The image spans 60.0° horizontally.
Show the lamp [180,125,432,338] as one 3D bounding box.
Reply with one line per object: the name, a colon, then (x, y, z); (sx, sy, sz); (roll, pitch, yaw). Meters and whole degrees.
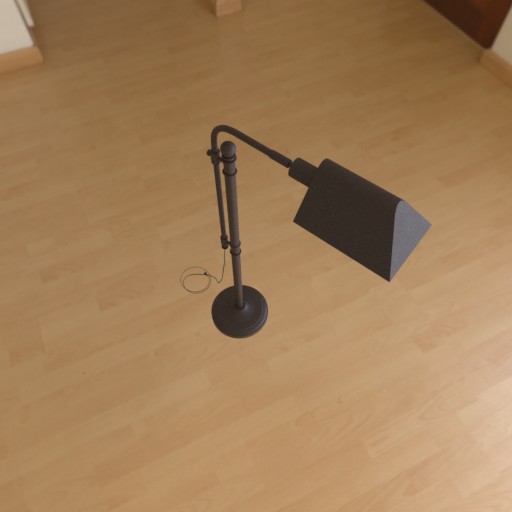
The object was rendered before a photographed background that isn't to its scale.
lamp: (0.000, 0.000, 0.932); (0.545, 0.708, 0.159); (34, 64, 20)
